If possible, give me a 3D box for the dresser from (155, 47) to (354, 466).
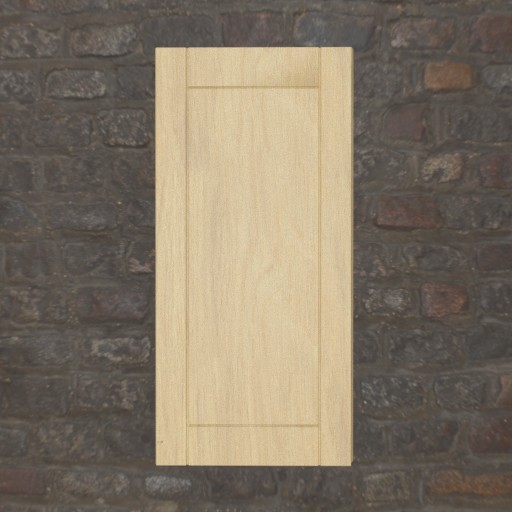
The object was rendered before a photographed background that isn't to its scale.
[{"bbox_3d":[0.000,0.000,1.386,0.440,0.835,0.915,0,90,0],"label":"dresser"}]
